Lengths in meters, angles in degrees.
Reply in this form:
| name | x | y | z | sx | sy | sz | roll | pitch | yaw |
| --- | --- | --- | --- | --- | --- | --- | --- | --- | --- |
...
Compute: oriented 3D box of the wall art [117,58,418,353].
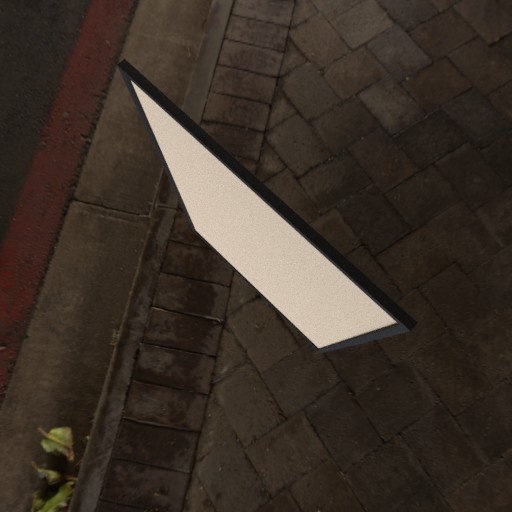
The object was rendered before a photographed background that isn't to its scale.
| name | x | y | z | sx | sy | sz | roll | pitch | yaw |
| --- | --- | --- | --- | --- | --- | --- | --- | --- | --- |
| wall art | 0.000 | 0.000 | 0.816 | 0.457 | 0.657 | 0.013 | 43 | 80 | 10 |
